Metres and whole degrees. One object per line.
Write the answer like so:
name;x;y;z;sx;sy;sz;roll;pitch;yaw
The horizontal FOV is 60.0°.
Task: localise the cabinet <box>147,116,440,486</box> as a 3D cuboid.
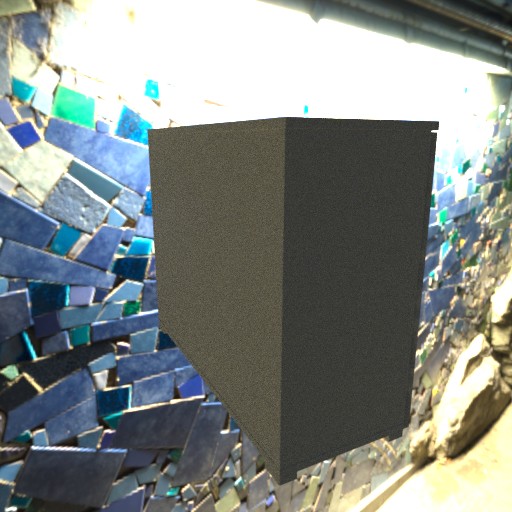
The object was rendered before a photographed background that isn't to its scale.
cabinet;0.000;0.000;1.421;0.400;0.800;1.000;-7;16;-26
